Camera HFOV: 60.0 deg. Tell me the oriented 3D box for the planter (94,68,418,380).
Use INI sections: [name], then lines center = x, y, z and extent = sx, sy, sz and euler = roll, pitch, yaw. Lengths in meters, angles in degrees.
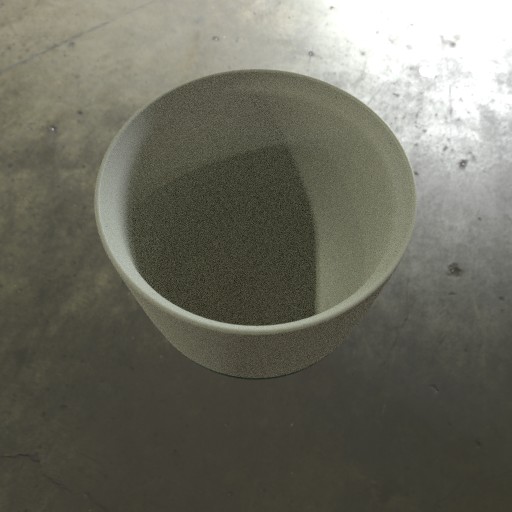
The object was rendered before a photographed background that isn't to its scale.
[planter]
center = 0.000, 0.000, 0.377
extent = 0.204, 0.214, 0.204
euler = 0, 63, 0
